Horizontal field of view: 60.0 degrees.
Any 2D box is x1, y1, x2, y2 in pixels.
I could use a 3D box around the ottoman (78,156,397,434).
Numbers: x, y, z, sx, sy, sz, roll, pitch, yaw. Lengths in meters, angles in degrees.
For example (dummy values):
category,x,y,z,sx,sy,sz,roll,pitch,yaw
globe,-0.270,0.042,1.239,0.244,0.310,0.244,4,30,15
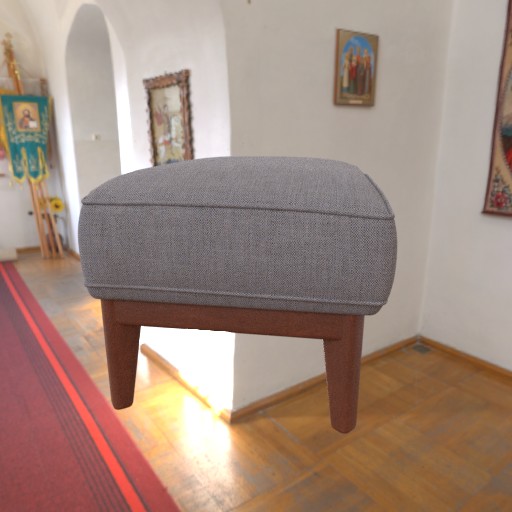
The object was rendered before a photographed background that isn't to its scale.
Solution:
category,x,y,z,sx,sy,sz,roll,pitch,yaw
ottoman,0.000,0.000,1.078,0.555,0.458,0.750,3,16,9
